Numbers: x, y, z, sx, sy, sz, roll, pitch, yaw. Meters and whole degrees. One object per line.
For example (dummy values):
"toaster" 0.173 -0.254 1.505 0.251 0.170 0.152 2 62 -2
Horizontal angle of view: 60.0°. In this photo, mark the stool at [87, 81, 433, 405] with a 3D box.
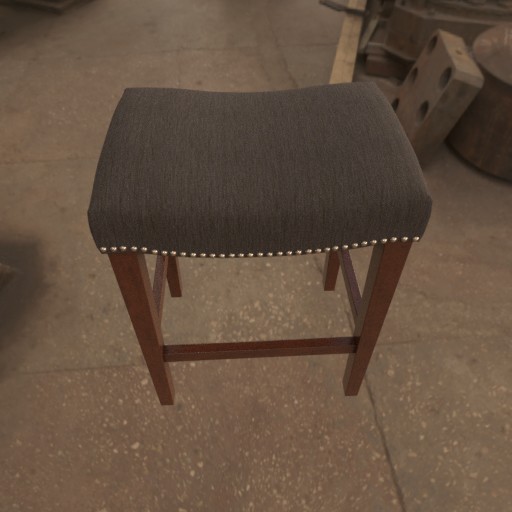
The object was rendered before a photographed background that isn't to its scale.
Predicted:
"stool" 0.000 0.000 0.963 0.504 0.654 0.372 -2 48 -2
